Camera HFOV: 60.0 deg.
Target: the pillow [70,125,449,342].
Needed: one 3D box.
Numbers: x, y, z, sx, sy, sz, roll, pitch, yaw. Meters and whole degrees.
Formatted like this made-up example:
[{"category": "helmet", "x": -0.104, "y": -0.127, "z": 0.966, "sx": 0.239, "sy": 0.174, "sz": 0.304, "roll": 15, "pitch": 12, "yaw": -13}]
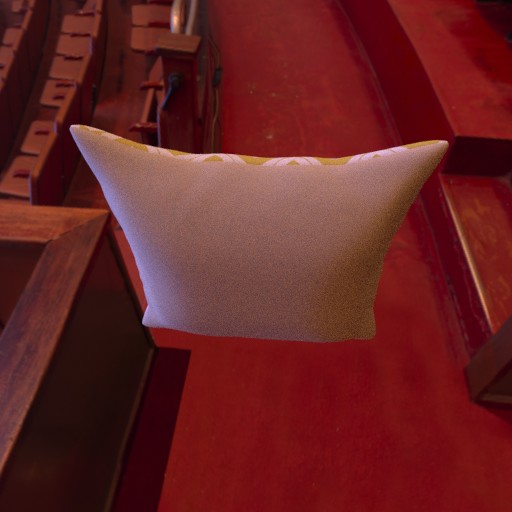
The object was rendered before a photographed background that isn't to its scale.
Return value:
[{"category": "pillow", "x": 0.000, "y": 0.000, "z": 0.771, "sx": 0.504, "sy": 0.494, "sz": 0.188, "roll": 3, "pitch": 49, "yaw": 3}]
